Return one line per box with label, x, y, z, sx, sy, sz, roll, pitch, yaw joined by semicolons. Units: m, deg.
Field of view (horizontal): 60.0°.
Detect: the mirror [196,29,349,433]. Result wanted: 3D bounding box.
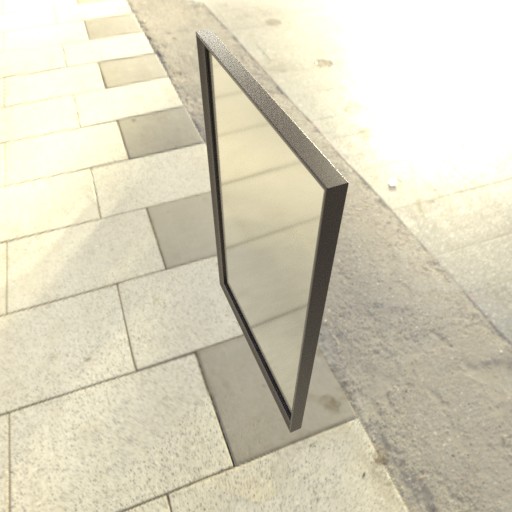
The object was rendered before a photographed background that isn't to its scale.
mirror;0.000;0.000;1.161;0.041;0.915;0.609;-17;50;-15
